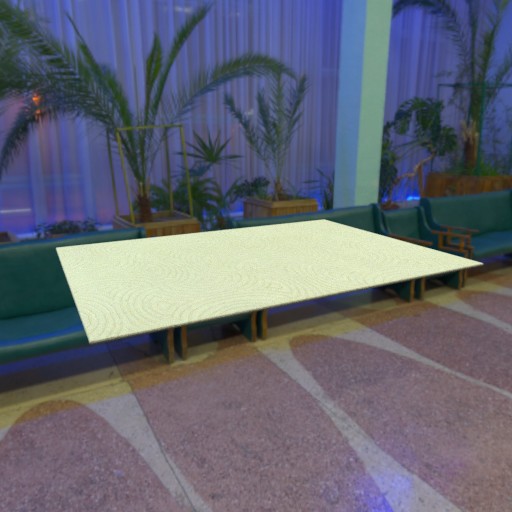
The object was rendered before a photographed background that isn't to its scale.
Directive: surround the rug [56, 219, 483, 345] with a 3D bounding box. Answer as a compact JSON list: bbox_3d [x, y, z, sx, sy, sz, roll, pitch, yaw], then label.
[{"bbox_3d":[0.000,0.000,2.700,2.132,0.015,1.526,-8,17,-27],"label":"rug"}]
